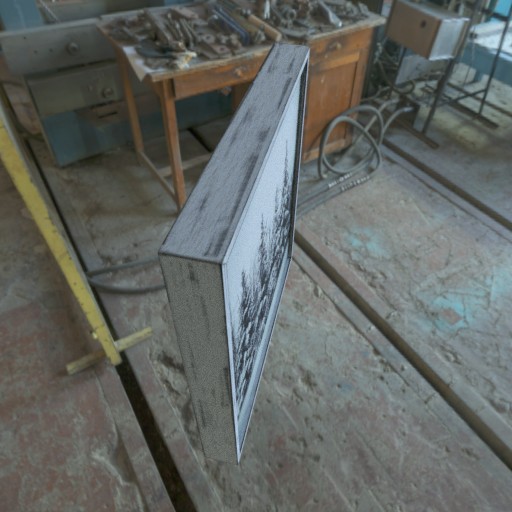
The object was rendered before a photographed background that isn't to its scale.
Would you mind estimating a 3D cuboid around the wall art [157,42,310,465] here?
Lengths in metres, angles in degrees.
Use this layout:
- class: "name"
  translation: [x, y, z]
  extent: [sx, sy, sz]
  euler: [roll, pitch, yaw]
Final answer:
- class: "wall art"
  translation: [0.000, 0.000, 0.449]
  extent: [0.036, 0.303, 0.303]
  euler: [10, 47, 9]
